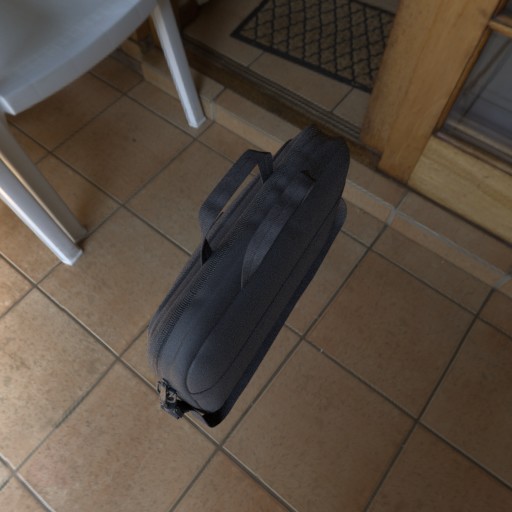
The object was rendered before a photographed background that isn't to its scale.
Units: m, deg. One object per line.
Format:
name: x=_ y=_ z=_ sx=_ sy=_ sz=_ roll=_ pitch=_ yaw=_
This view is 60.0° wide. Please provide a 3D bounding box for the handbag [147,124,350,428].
handbag: x=0.000 y=0.000 z=0.427 sx=0.089 sy=0.244 sz=0.320 roll=29 pitch=67 yaw=14
